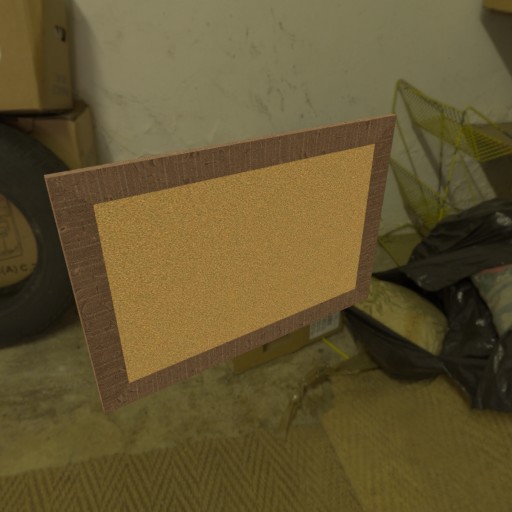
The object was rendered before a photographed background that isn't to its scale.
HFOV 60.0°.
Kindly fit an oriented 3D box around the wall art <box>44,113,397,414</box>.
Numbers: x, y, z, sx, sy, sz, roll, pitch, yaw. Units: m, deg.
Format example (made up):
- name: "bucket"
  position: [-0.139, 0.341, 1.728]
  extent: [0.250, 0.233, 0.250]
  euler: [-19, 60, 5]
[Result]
- name: "wall art"
  position: [0.000, 0.000, 1.181]
  extent: [0.917, 0.626, 0.019]
  euler: [-18, 35, -28]
